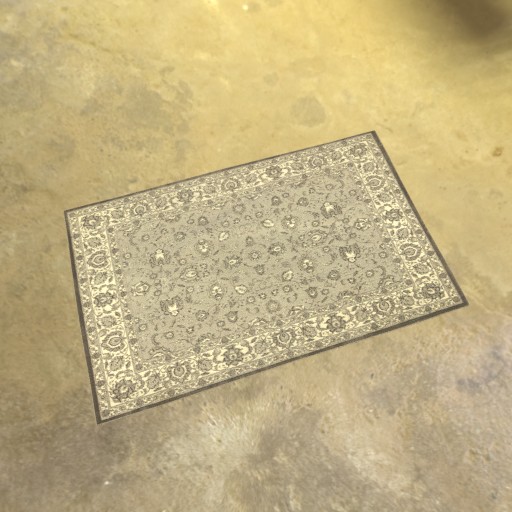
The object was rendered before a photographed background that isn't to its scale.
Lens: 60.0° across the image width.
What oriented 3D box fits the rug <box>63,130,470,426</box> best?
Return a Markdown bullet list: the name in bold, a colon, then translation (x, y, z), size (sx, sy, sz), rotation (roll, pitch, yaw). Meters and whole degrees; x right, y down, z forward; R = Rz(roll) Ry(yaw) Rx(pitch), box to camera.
- **rug**: translation (0.000, 0.000, 3.026), size (2.438, 0.011, 1.524), rotation (-16, 66, -7)
